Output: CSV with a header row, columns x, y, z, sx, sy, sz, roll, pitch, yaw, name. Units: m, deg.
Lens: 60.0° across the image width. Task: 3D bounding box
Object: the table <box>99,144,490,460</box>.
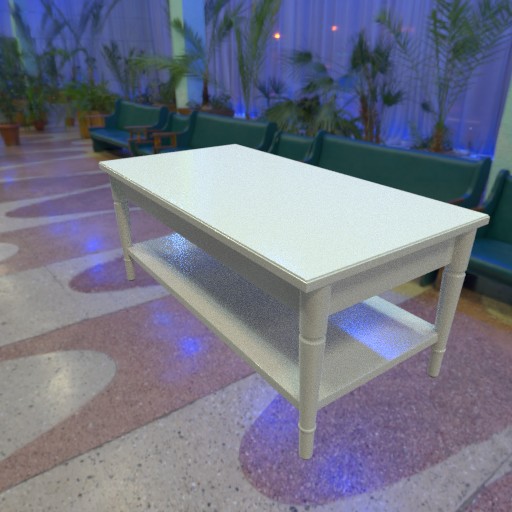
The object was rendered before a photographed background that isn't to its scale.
x,y,z,sx,sy,sz,roll,pitch,yaw,name
0.000,0.000,1.359,0.559,0.457,1.067,-17,29,-32,table
